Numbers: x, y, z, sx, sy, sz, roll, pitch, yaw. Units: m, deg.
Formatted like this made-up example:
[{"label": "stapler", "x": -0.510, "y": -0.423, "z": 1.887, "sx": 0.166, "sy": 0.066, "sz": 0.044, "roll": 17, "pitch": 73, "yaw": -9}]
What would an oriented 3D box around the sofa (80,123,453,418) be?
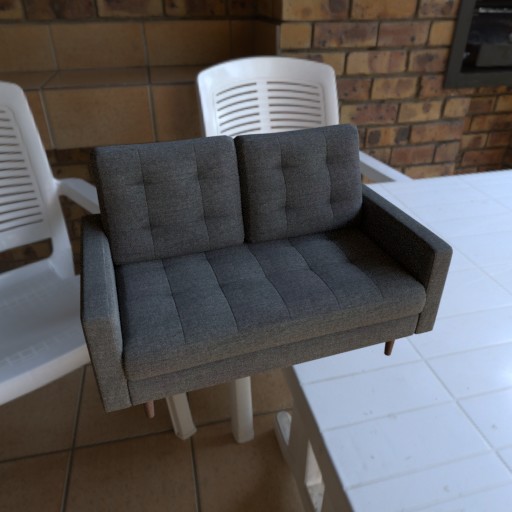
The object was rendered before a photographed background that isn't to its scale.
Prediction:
[{"label": "sofa", "x": 0.000, "y": 0.000, "z": 1.924, "sx": 1.407, "sy": 0.907, "sz": 0.842, "roll": -10, "pitch": 33, "yaw": -16}]
